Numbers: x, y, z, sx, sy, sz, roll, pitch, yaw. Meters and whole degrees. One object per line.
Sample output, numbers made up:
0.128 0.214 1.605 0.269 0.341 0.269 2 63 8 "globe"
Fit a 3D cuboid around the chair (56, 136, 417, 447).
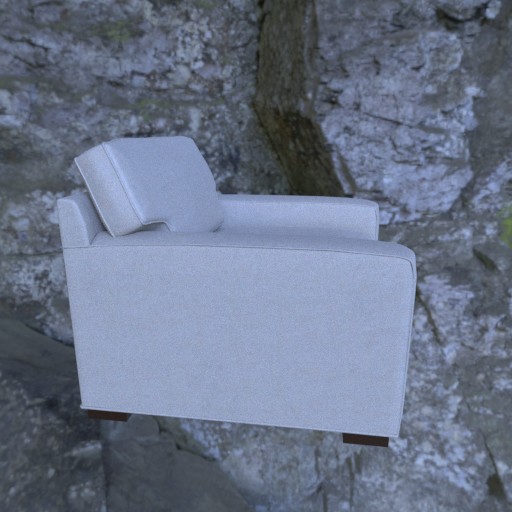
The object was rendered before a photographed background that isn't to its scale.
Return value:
0.000 0.000 1.759 1.043 0.913 0.998 2 16 8 "chair"
